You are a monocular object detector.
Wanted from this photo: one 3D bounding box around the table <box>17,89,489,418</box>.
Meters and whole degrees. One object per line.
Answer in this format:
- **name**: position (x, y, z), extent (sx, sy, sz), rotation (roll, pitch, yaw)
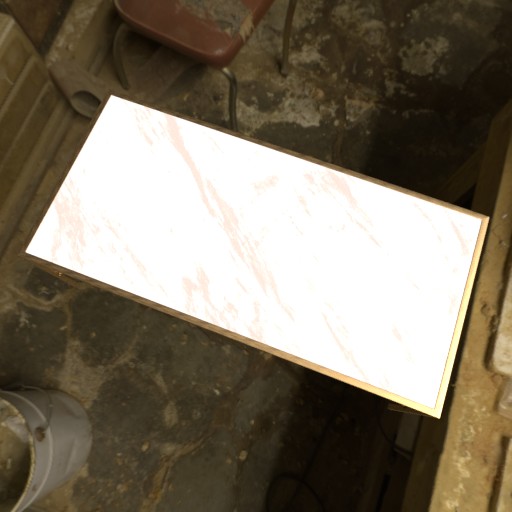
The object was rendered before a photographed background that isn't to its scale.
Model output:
- **table**: position (0.000, 0.000, 1.432), extent (1.197, 0.405, 0.577), rotation (20, 75, 6)
